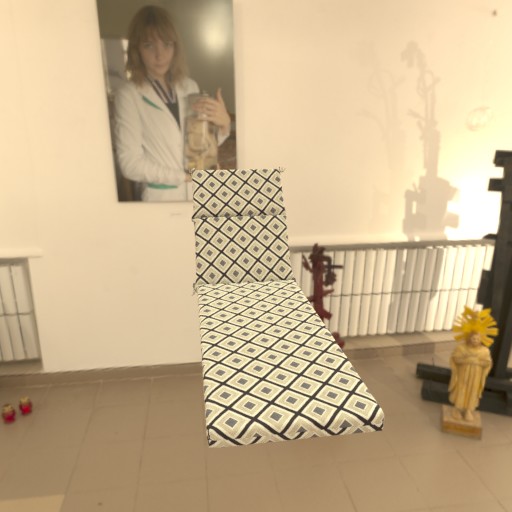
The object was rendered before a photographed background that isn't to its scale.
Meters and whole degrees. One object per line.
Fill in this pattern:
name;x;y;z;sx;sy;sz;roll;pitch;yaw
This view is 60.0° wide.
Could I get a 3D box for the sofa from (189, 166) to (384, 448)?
sofa;0.000;0.000;1.957;0.582;0.622;1.663;-3;17;-8
